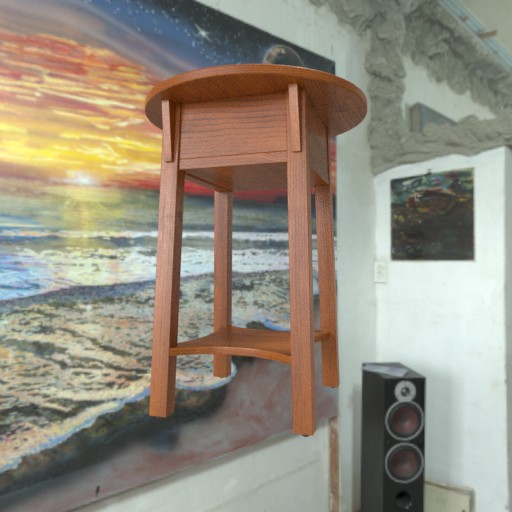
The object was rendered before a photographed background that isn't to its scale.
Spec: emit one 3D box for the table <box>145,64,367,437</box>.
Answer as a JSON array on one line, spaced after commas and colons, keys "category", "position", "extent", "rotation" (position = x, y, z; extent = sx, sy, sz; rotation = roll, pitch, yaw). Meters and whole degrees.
[{"category": "table", "position": [0.000, 0.000, 0.933], "extent": [0.457, 0.610, 0.457], "rotation": [0, -1, 0]}]
